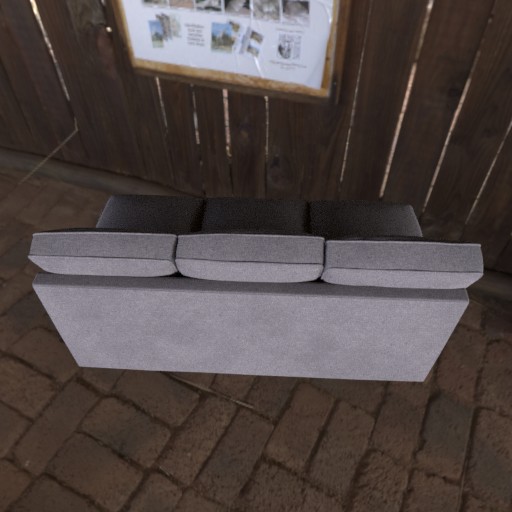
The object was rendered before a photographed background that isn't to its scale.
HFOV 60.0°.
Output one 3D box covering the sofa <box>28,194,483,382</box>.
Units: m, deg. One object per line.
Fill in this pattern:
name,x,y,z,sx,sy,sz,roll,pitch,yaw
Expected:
sofa,0.000,0.000,2.482,1.962,0.973,1.027,2,46,2
